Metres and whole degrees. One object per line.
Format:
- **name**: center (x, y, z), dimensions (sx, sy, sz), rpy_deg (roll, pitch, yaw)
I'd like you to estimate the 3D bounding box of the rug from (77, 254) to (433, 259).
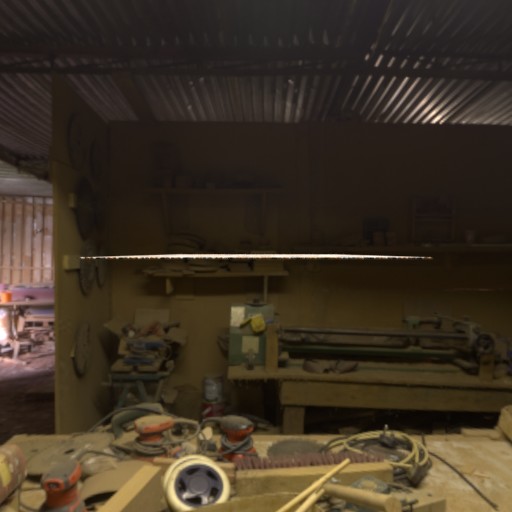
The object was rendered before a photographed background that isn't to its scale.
- **rug**: center (0.000, 0.000, 3.103), dimensions (1.533, 0.010, 2.428), rpy_deg (0, 0, 0)
